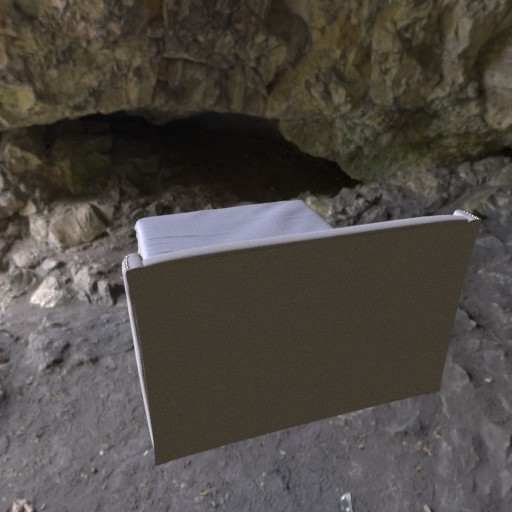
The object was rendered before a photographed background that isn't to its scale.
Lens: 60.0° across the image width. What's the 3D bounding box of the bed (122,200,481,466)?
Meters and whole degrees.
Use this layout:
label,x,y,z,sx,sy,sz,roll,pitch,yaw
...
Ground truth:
label,x,y,z,sx,sy,sz,roll,pitch,yaw
bed,0.000,0.000,3.418,1.925,1.332,2.276,-8,29,-15
